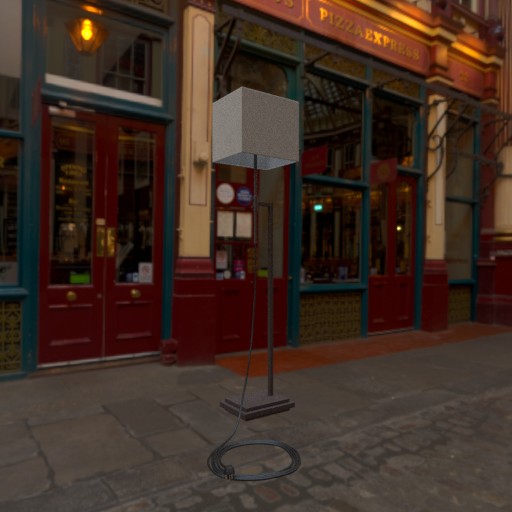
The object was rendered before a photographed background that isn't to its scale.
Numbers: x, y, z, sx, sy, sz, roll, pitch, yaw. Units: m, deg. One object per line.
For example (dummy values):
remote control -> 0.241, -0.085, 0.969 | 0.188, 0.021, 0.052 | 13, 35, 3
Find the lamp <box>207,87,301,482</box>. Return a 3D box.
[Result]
lamp -> 0.000, 0.000, 2.002 | 0.698, 1.600, 0.774 | 0, -1, -35
